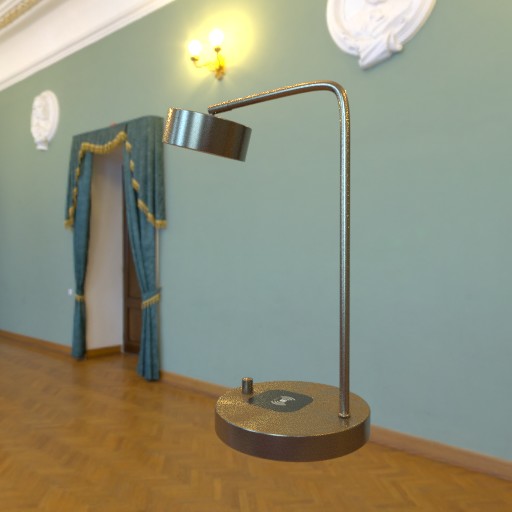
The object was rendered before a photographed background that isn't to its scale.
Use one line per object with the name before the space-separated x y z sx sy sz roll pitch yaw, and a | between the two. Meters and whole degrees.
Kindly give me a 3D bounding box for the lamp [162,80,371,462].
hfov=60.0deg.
lamp | 0.000 0.000 0.522 0.270 0.380 0.171 1 1 37
